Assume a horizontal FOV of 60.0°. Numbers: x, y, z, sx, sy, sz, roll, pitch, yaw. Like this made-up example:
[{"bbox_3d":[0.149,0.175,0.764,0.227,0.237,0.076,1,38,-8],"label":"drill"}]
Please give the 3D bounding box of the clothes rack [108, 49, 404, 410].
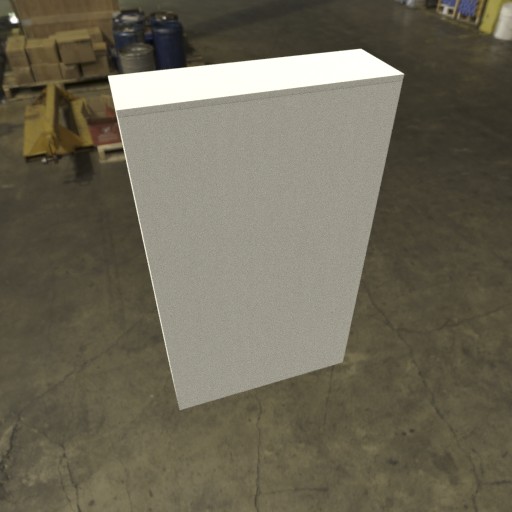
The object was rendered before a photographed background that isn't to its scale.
[{"bbox_3d":[0.000,0.000,1.599,0.750,1.280,0.250,-12,42,-14],"label":"clothes rack"}]
